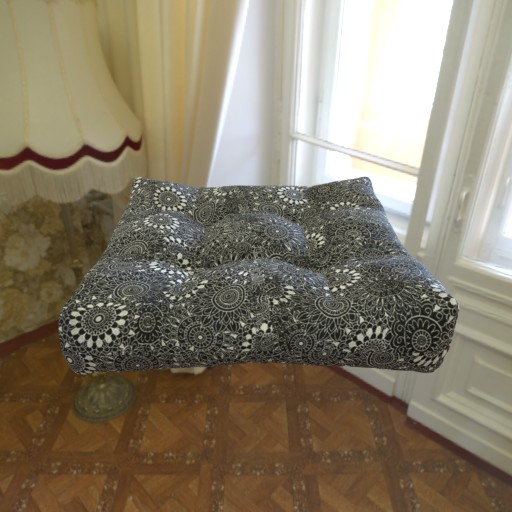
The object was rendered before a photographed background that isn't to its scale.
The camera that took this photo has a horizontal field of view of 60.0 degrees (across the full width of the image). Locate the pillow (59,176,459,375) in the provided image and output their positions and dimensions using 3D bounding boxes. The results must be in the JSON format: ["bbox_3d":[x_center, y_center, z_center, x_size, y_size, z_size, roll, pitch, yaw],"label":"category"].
[{"bbox_3d":[0.000,0.000,0.726,0.490,0.128,0.468,-1,30,-1],"label":"pillow"}]
